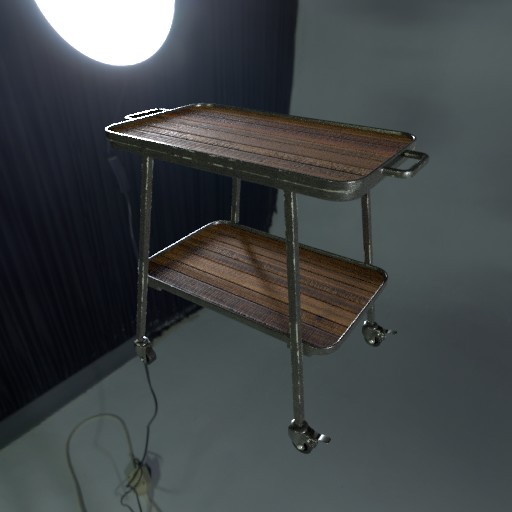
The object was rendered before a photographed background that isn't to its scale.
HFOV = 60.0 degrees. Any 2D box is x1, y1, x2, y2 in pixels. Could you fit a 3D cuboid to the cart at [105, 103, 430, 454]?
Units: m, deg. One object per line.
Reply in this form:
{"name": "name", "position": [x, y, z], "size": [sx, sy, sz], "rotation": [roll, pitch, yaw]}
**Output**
{"name": "cart", "position": [0.000, 0.000, 1.256], "size": [0.806, 0.700, 0.515], "rotation": [19, 35, 29]}
